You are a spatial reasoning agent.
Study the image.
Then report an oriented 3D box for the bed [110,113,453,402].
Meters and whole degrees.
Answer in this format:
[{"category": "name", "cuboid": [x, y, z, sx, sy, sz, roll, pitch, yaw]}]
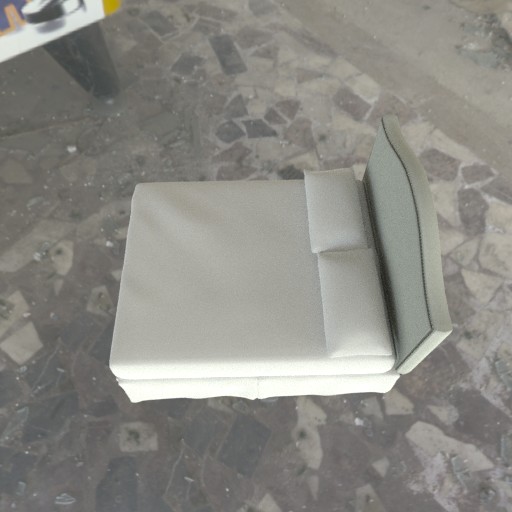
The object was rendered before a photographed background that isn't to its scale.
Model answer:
[{"category": "bed", "cuboid": [0.000, 0.000, 3.397, 2.180, 1.607, 1.813, -1, 59, -1]}]
